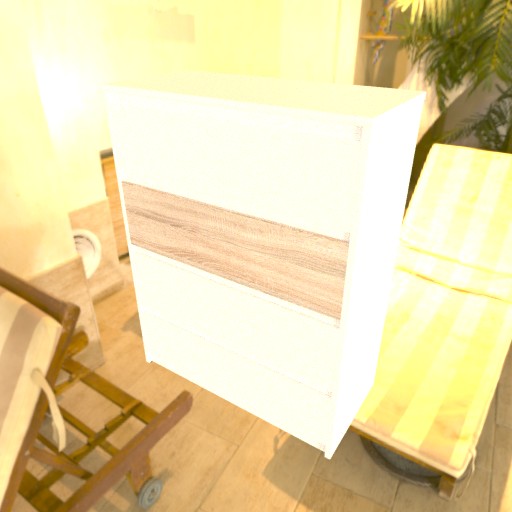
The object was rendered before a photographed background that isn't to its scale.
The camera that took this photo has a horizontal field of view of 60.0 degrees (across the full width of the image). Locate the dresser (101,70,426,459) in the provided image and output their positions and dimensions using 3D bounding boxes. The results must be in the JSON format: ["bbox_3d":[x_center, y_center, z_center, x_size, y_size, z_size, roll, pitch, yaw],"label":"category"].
[{"bbox_3d":[0.000,0.000,1.449,0.800,1.040,0.380,18,34,29],"label":"dresser"}]
